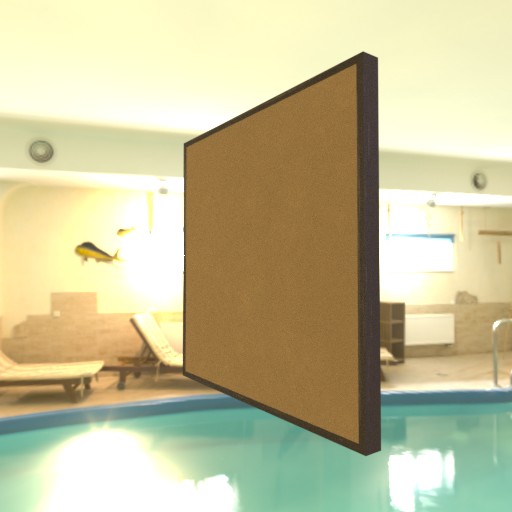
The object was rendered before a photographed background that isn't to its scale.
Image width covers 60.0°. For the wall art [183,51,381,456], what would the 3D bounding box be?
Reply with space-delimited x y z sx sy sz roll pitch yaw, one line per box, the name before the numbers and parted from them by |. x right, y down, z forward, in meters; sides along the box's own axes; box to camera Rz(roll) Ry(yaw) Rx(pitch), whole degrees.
wall art | 0.000 0.000 1.153 0.043 0.758 0.762 1 -2 -35
